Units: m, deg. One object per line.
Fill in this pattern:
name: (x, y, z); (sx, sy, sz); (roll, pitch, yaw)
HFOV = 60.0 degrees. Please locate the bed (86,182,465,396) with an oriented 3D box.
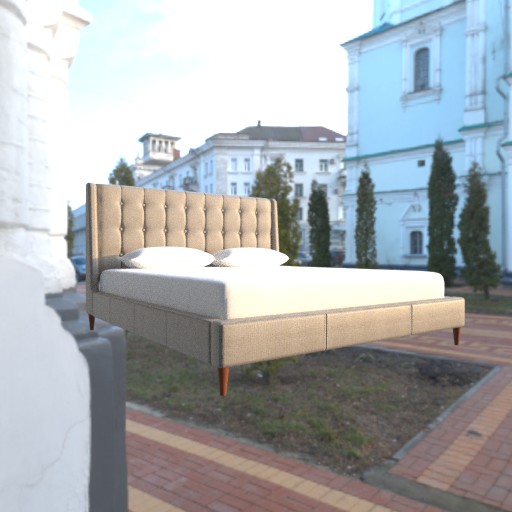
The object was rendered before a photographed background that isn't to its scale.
bed: (0.000, 0.000, 3.558); (2.062, 1.289, 2.342); (0, 0, -35)
